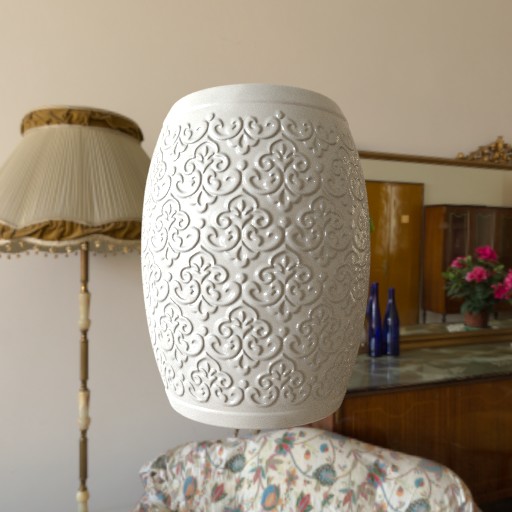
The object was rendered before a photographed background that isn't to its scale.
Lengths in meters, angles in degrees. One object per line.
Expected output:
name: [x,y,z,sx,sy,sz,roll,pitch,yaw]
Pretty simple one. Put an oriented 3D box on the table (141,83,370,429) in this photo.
table: [0.000,0.000,0.617,0.309,0.397,0.309,0,0,0]
